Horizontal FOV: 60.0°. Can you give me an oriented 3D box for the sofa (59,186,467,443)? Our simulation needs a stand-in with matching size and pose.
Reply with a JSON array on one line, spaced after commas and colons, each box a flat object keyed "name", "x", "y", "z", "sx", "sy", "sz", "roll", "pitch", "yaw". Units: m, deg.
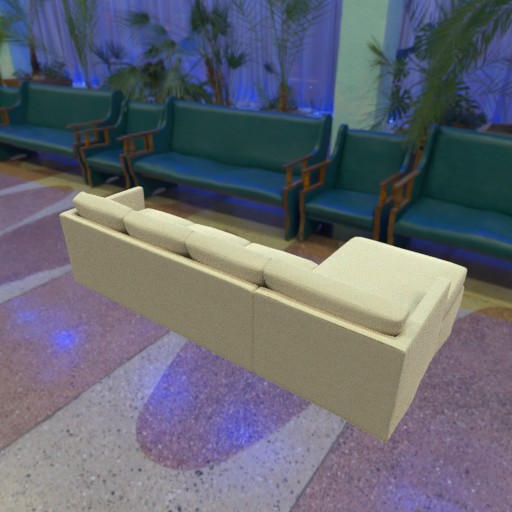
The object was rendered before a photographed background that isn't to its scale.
[{"name": "sofa", "x": 0.000, "y": 0.000, "z": 3.869, "sx": 3.205, "sy": 0.922, "sz": 1.650, "roll": 19, "pitch": 34, "yaw": 31}]
